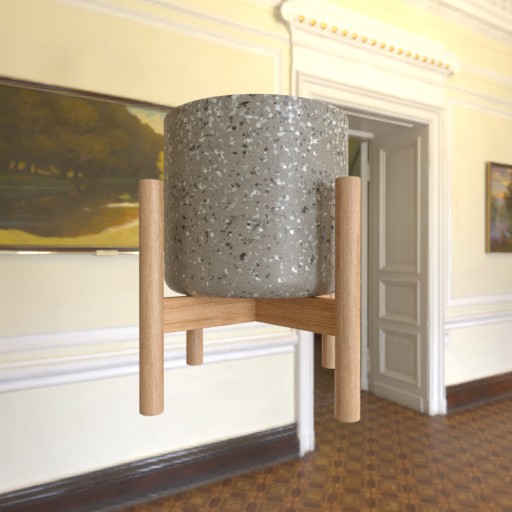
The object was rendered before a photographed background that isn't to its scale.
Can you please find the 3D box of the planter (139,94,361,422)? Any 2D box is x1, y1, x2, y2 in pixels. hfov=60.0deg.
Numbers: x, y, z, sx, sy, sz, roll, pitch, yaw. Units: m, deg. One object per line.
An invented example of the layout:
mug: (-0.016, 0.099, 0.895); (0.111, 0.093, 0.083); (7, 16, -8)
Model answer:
planter: (0.000, 0.000, 0.546); (0.284, 0.320, 0.284); (0, 1, -18)
